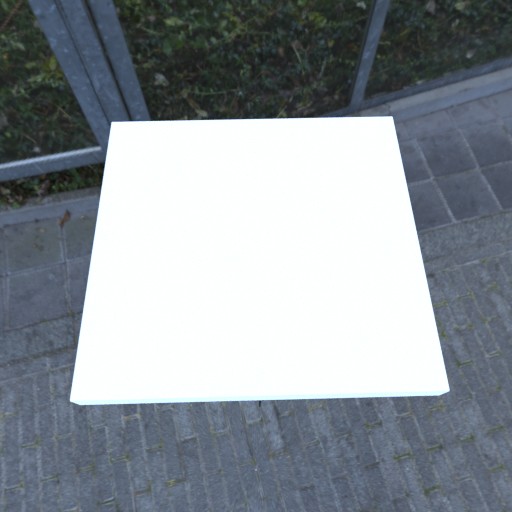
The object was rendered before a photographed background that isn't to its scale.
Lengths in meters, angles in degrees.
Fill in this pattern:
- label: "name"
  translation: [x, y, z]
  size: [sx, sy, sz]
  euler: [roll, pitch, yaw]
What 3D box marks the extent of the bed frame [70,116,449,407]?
- label: "bed frame"
  translation: [0.000, 0.000, 3.033]
  size: [2.032, 0.559, 1.930]
  euler: [-1, 64, -1]
